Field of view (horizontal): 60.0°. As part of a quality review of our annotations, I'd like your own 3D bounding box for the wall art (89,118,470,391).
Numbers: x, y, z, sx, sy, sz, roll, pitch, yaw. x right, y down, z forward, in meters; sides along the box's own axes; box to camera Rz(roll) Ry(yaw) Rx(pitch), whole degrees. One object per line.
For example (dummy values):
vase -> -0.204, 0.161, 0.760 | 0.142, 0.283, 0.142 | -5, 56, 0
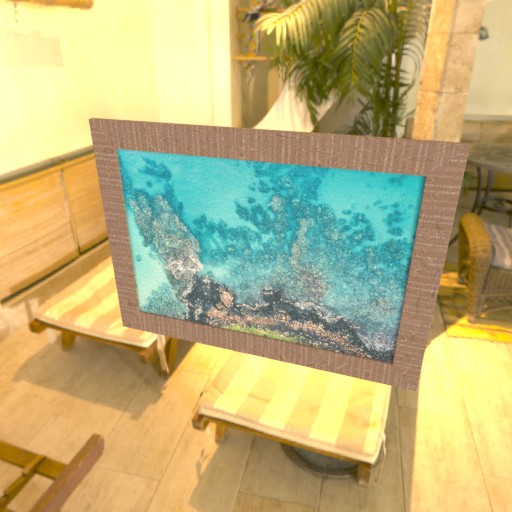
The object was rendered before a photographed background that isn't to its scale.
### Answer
wall art -> 0.000, 0.000, 1.359 | 1.056, 0.761, 0.020 | 9, 28, 17
